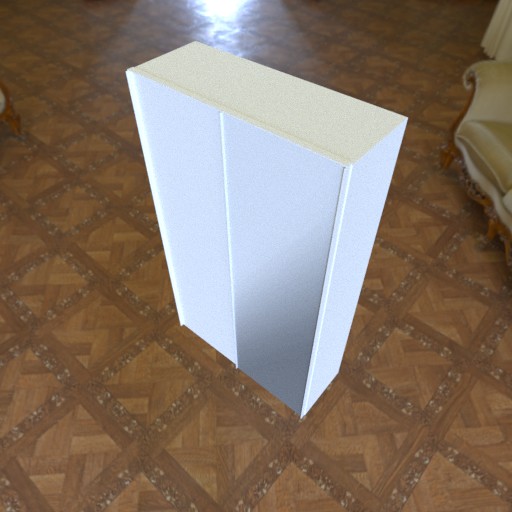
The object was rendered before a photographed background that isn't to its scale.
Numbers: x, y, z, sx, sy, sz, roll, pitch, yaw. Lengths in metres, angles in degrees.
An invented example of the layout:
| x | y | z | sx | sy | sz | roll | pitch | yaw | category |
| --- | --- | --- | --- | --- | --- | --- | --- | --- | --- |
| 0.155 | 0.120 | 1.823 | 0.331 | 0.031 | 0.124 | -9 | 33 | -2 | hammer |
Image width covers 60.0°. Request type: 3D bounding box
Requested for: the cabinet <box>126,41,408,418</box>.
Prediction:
| x | y | z | sx | sy | sz | roll | pitch | yaw | category |
| --- | --- | --- | --- | --- | --- | --- | --- | --- | --- |
| 0.000 | 0.000 | 2.774 | 1.250 | 2.160 | 0.480 | 31 | 54 | 26 | cabinet |
